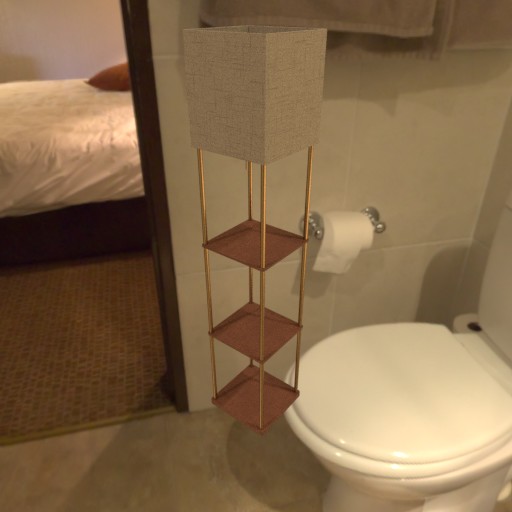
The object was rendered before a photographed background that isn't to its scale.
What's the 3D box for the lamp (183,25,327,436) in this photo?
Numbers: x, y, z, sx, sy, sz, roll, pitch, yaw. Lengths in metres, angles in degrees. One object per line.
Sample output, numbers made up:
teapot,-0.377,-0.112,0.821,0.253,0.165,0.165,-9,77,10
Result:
lamp,0.000,0.000,1.719,0.310,1.569,0.308,22,36,33
